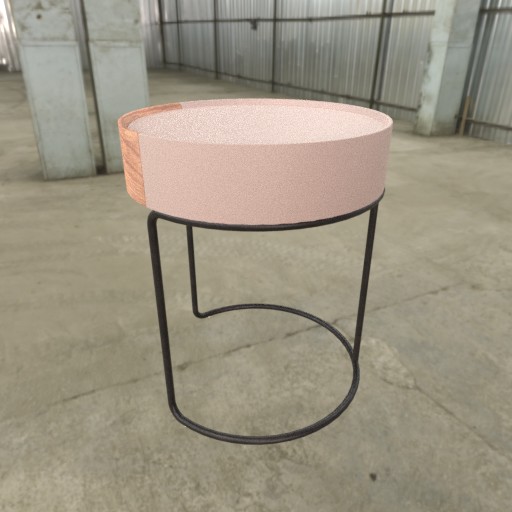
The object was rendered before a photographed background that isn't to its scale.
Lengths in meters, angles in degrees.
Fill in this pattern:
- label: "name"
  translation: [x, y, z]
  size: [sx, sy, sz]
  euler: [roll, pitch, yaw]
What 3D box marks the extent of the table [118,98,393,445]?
- label: "table"
  translation: [0.000, 0.000, 0.866]
  size: [0.450, 0.530, 0.450]
  euler: [0, 26, 0]
